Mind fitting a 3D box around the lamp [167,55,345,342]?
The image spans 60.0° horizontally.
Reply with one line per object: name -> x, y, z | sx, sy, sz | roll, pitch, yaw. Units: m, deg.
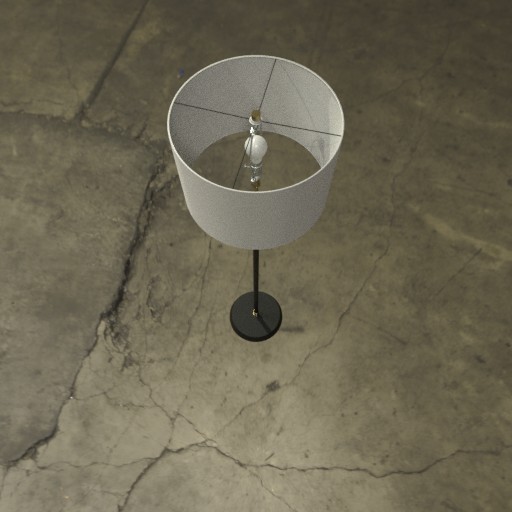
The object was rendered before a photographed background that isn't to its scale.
lamp -> 0.000, 0.000, 1.684 | 0.404, 1.517, 0.404 | 13, 66, 6
